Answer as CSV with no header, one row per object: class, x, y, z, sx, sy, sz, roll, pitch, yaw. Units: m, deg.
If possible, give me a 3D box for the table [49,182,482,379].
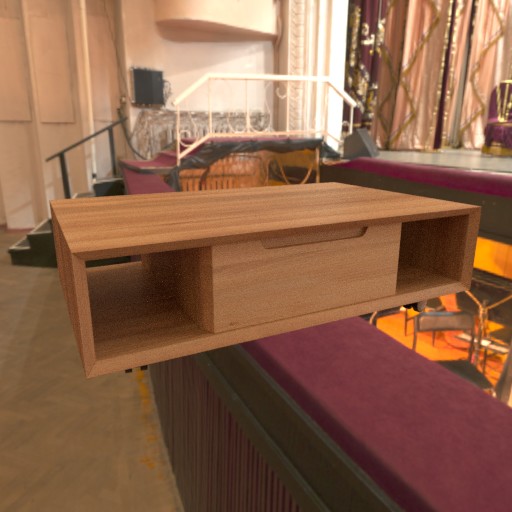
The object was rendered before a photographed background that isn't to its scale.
table,0.000,0.000,1.378,1.100,0.330,0.700,-8,18,-26
